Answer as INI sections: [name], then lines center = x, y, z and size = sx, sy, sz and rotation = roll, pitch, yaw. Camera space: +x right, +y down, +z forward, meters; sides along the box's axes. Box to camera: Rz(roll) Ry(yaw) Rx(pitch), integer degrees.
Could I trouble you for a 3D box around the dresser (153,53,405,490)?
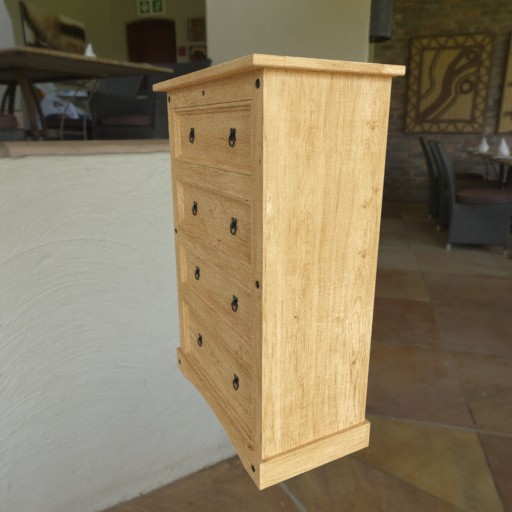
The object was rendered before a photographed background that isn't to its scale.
[dresser]
center = 0.000, 0.000, 1.718
size = 0.485, 1.300, 0.915
rotation = -8, 18, -26
